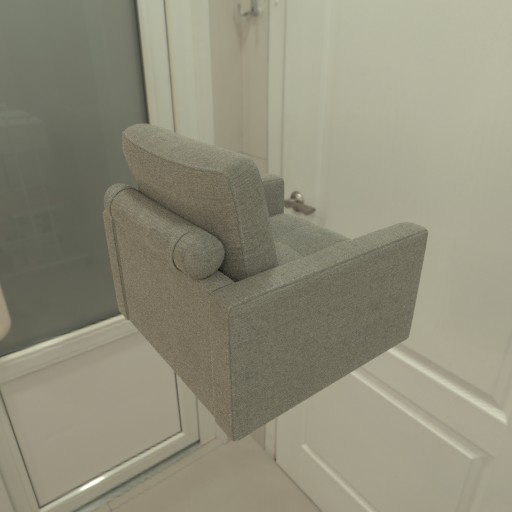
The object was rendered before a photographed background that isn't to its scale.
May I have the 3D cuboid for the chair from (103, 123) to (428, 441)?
[{"bbox_3d":[0.000,0.000,1.551,0.843,0.880,0.821,-19,32,-33],"label":"chair"}]
